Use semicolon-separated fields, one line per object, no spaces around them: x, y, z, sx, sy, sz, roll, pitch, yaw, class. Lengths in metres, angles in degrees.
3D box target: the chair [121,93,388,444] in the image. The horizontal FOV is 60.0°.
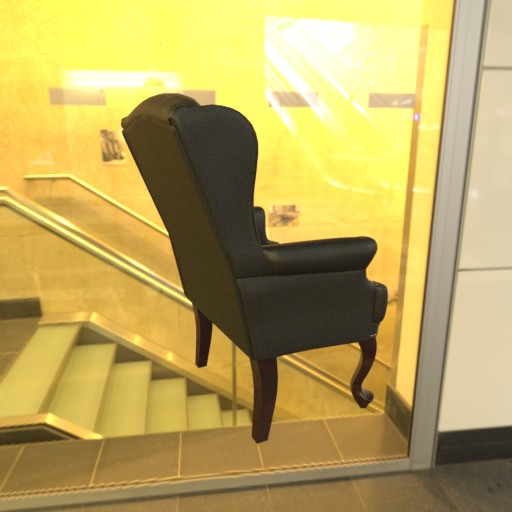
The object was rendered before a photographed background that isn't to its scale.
0.000;0.000;1.681;0.822;1.133;0.831;-8;17;-26;chair
